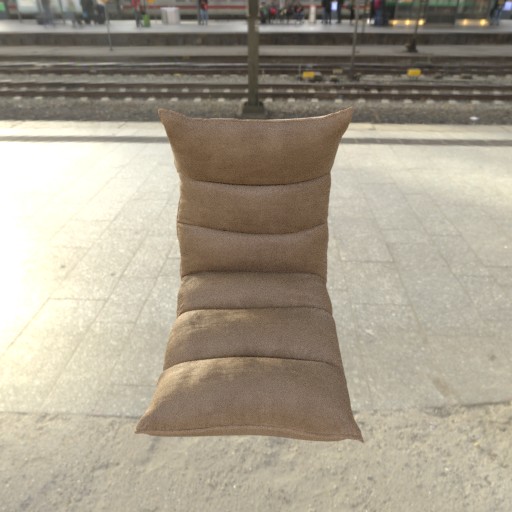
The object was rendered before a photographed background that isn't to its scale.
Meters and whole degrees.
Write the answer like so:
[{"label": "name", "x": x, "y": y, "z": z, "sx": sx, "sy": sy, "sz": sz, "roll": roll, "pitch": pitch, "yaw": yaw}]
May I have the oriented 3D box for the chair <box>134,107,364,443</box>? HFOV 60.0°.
[{"label": "chair", "x": 0.000, "y": 0.000, "z": 1.569, "sx": 0.714, "sy": 0.892, "sz": 0.985, "roll": 0, "pitch": 30, "yaw": 1}]
